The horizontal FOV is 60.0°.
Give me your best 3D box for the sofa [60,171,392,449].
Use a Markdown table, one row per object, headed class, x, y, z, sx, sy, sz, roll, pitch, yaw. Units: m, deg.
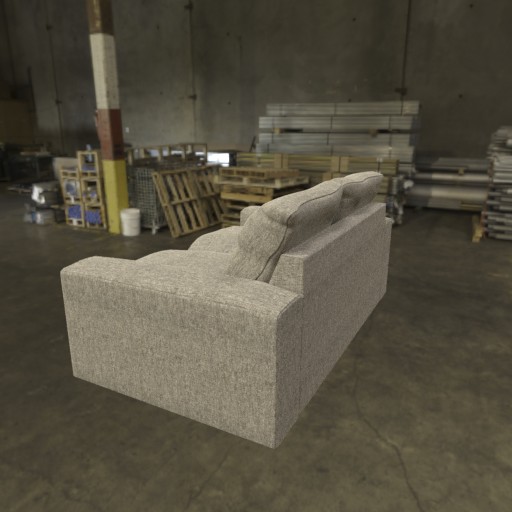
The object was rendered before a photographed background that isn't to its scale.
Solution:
| class | x | y | z | sx | sy | sz | roll | pitch | yaw |
| --- | --- | --- | --- | --- | --- | --- | --- | --- | --- |
| sofa | 0.000 | 0.000 | 2.430 | 1.094 | 0.877 | 1.758 | 8 | 18 | 27 |
